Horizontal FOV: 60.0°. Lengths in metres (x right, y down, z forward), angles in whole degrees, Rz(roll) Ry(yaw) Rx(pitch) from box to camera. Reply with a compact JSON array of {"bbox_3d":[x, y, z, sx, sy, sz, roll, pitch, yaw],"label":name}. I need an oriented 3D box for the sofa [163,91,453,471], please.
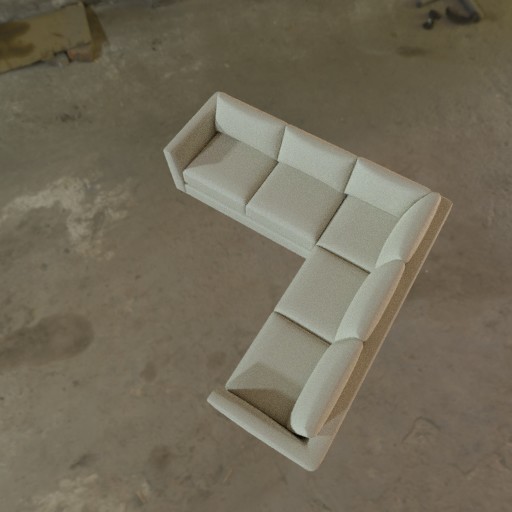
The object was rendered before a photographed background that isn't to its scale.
[{"bbox_3d":[0.000,0.000,3.796,2.430,0.867,2.448,29,67,14],"label":"sofa"}]
